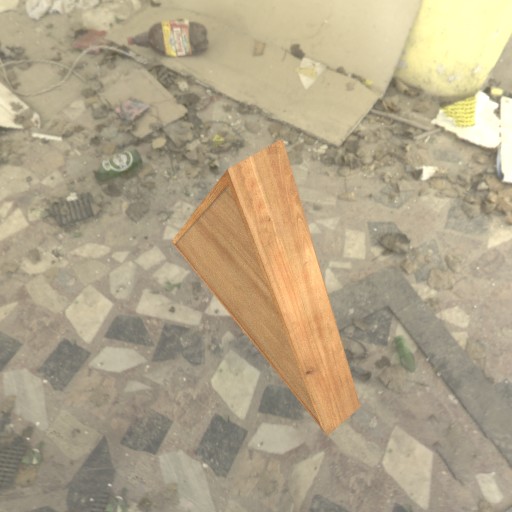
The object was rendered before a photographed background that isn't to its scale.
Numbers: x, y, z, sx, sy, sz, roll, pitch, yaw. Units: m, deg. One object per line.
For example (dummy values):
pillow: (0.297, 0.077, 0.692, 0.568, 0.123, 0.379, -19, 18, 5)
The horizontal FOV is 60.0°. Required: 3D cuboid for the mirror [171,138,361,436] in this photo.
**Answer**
mirror: (0.000, 0.000, 0.864, 0.100, 0.548, 0.631, -33, 63, -19)
